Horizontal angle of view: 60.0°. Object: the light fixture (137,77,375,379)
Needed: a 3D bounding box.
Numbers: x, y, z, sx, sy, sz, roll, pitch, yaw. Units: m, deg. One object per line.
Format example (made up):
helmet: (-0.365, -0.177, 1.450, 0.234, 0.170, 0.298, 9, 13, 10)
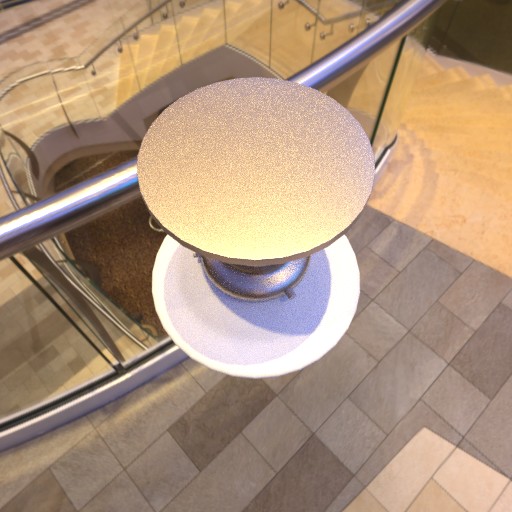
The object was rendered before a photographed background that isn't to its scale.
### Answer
light fixture: (0.000, 0.000, 0.393, 0.199, 0.254, 0.199, 0, 60, 0)
